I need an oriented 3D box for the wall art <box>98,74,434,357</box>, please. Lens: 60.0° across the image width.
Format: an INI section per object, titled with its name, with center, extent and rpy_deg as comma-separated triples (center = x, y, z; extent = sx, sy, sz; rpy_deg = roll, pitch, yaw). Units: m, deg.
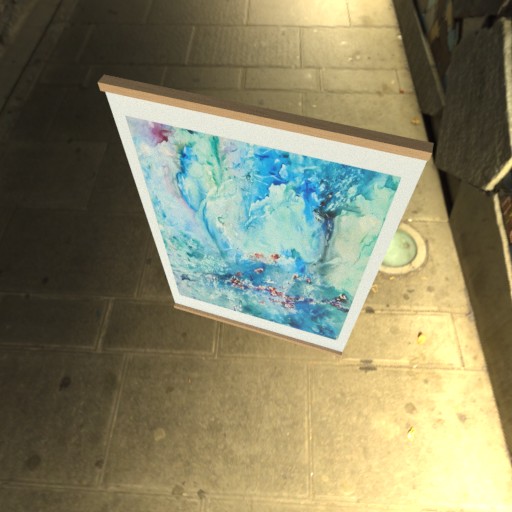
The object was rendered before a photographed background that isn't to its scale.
[wall art]
center = 0.000, 0.000, 1.281
extent = 0.669, 1.020, 0.027
rpy_deg = 15, 58, 10
